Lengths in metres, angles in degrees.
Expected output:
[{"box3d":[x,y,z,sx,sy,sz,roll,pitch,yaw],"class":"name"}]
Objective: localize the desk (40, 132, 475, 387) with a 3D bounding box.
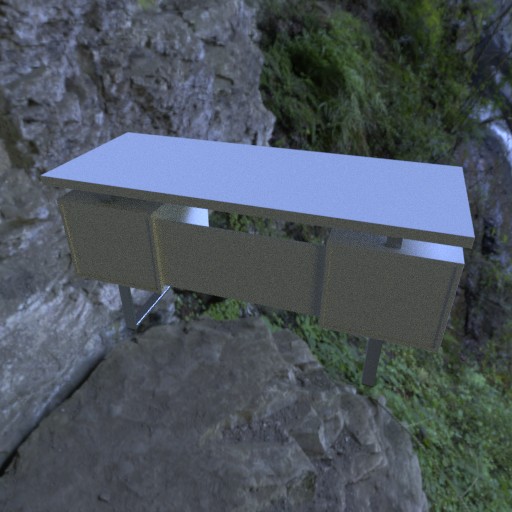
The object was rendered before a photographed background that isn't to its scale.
[{"box3d":[0.000,0.000,1.924,1.530,0.773,0.603,10,33,16],"class":"desk"}]
